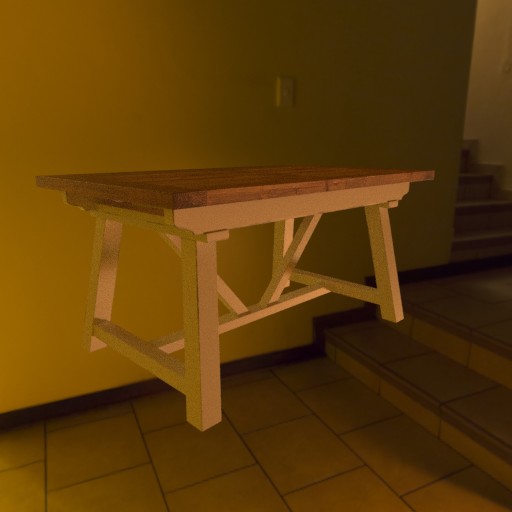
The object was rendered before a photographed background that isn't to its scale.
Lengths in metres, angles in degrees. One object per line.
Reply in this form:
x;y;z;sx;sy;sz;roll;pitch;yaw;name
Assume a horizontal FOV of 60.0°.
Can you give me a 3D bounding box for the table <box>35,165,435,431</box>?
0.000;0.000;2.011;0.922;0.743;1.503;13;19;43;table
